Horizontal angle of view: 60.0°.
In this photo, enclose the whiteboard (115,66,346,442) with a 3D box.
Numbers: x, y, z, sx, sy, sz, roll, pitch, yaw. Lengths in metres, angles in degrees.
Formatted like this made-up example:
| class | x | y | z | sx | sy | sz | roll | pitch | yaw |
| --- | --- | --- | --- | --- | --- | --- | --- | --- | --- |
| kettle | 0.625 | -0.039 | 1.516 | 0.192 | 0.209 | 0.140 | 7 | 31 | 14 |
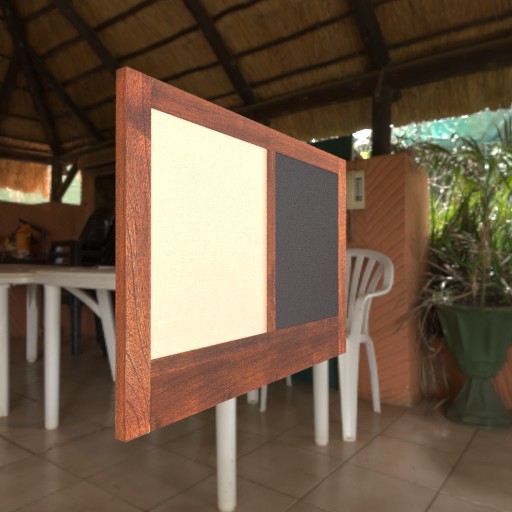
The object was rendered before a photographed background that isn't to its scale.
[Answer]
| class | x | y | z | sx | sy | sz | roll | pitch | yaw |
| --- | --- | --- | --- | --- | --- | --- | --- | --- | --- |
| whiteboard | 0.000 | 0.000 | 0.985 | 0.083 | 0.553 | 0.768 | 0 | -1 | 36 |
